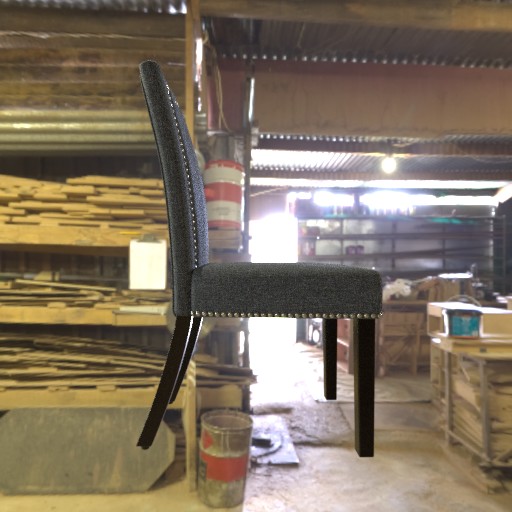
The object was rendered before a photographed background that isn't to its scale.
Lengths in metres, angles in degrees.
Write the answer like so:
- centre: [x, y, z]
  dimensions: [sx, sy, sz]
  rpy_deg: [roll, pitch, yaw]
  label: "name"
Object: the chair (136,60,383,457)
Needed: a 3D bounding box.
- centre: [0.000, 0.000, 1.269]
  dimensions: [0.589, 0.946, 0.518]
  rpy_deg: [0, -1, -1]
  label: "chair"
